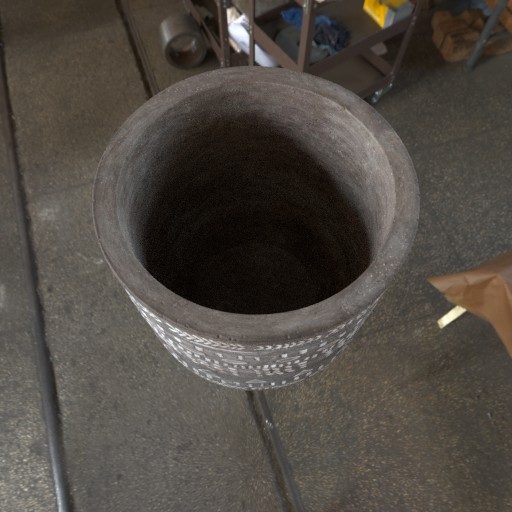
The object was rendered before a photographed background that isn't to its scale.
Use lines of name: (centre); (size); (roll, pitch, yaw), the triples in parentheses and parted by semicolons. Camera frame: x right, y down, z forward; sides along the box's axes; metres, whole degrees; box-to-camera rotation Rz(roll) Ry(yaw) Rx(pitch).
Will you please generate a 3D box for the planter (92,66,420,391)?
planter: (0.000, 0.000, 0.221); (0.122, 0.128, 0.122); (0, 64, 0)
